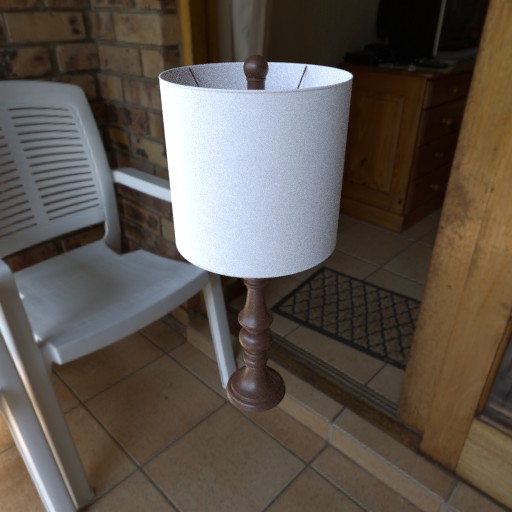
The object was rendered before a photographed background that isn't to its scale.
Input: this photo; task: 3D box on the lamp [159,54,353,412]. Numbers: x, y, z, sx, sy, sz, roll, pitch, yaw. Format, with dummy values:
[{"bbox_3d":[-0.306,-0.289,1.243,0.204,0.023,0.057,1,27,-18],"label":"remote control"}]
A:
[{"bbox_3d":[0.000,0.000,0.719,0.250,0.597,0.250,21,36,32],"label":"lamp"}]
